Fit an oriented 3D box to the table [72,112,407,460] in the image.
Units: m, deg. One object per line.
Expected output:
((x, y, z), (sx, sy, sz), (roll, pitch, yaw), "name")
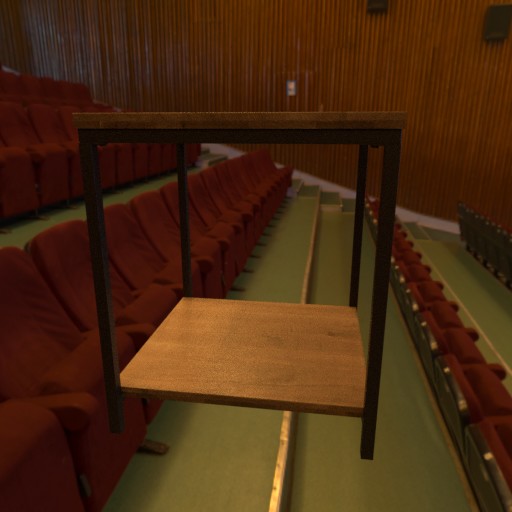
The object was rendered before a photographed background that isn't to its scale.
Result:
((0.000, 0.000, 0.977), (0.503, 0.589, 0.507), (2, 17, 8), "table")
